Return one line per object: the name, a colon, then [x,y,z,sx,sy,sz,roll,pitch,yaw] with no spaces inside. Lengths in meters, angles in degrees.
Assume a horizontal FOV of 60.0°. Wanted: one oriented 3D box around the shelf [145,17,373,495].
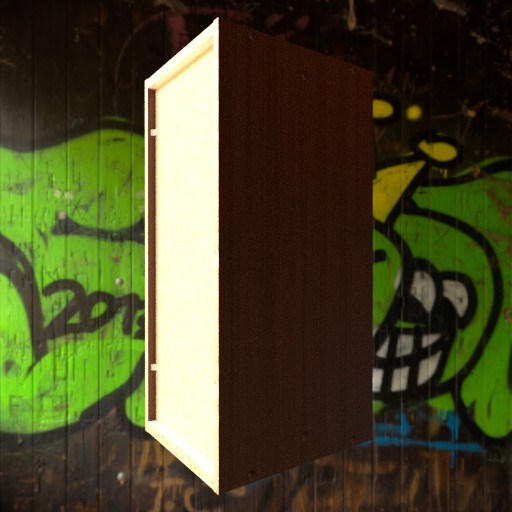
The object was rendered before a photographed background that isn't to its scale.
shelf: [0.000,0.000,0.742,0.290,0.600,0.253,0,0,-35]
